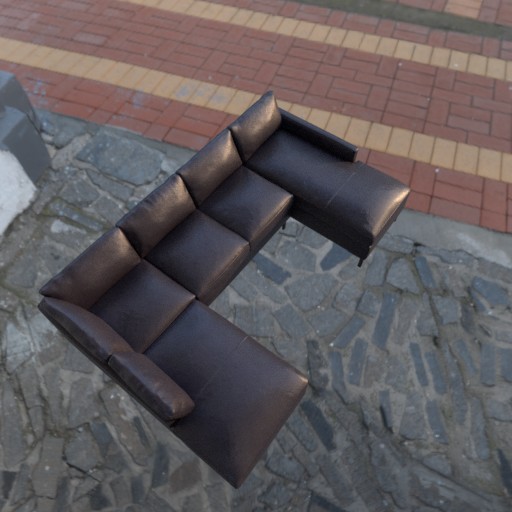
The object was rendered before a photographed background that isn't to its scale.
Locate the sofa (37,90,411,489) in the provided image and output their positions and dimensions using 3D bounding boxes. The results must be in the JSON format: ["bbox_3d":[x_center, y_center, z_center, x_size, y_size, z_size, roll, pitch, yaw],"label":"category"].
[{"bbox_3d":[0.000,0.000,3.777,1.939,0.900,2.956,33,63,19],"label":"sofa"}]
